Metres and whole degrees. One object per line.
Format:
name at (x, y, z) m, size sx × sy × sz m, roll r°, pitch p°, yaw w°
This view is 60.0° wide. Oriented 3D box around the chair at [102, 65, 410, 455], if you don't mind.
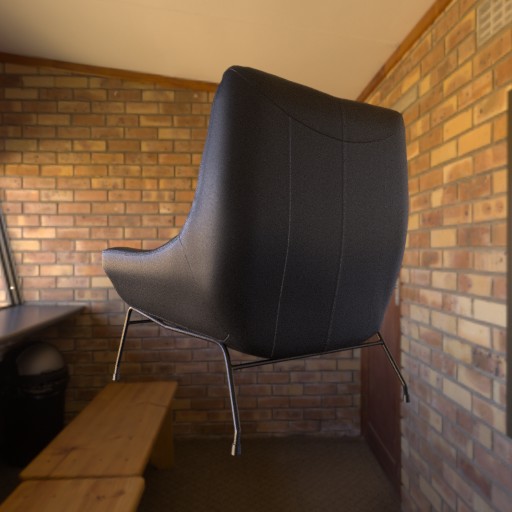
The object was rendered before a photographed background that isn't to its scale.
chair at (0.000, 0.000, 1.529) m, size 0.836 × 0.922 × 0.826 m, roll 0°, pitch 0°, yaw -35°
